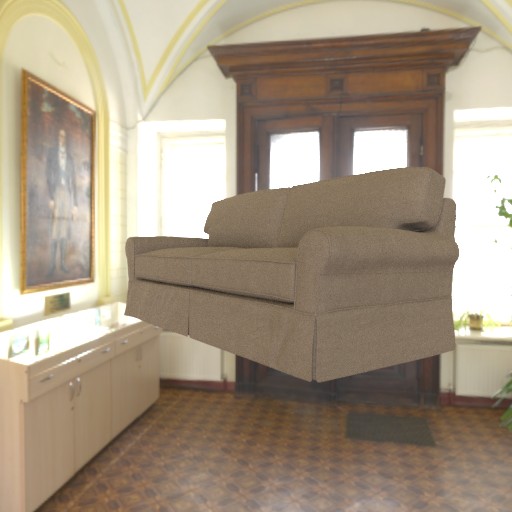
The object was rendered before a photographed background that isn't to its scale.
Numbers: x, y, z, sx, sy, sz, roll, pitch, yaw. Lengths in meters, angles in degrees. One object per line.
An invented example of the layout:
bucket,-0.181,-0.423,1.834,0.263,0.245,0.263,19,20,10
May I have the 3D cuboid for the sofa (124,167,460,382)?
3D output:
sofa,0.000,0.000,2.813,0.991,0.943,2.248,-1,2,-36
